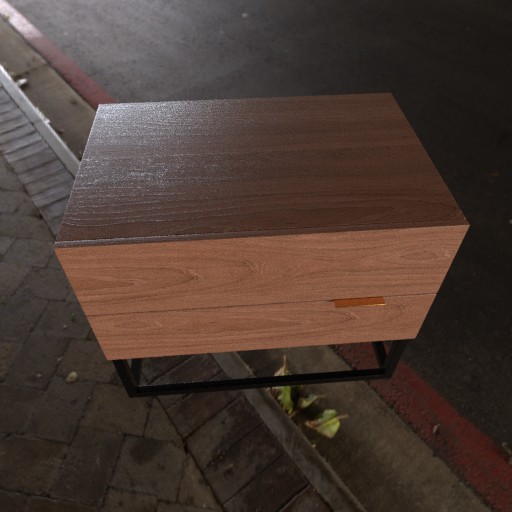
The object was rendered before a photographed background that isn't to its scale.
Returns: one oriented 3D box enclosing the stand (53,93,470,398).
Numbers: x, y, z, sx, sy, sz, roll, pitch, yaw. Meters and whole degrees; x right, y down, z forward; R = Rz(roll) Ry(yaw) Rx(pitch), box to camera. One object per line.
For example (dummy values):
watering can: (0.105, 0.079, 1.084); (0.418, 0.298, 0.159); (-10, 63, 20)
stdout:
stand: (0.000, 0.000, 0.951); (0.600, 0.500, 0.420); (-3, 47, -3)
